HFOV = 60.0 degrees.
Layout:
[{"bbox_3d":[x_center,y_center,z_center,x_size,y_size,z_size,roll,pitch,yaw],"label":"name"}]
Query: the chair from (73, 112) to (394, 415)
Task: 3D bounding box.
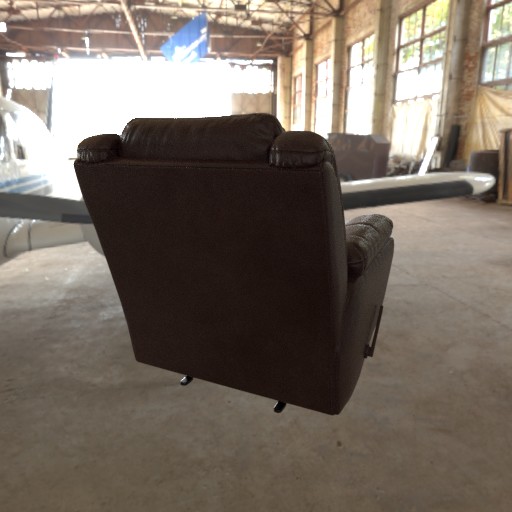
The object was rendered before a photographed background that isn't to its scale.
[{"bbox_3d":[0.000,0.000,1.867,0.990,1.093,1.041,7,16,26],"label":"chair"}]
